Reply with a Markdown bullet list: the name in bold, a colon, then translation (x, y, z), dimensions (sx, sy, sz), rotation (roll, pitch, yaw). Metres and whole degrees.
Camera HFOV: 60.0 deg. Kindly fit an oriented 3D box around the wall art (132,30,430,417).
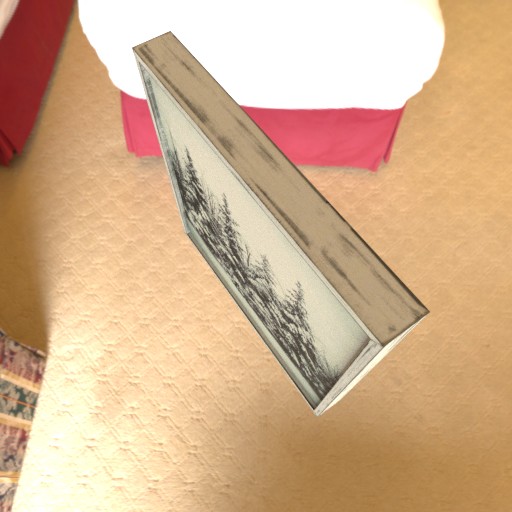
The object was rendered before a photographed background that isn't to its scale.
- **wall art**: translation (0.000, 0.000, 0.445), dimensions (0.036, 0.303, 0.303), rotation (-32, 67, -15)
